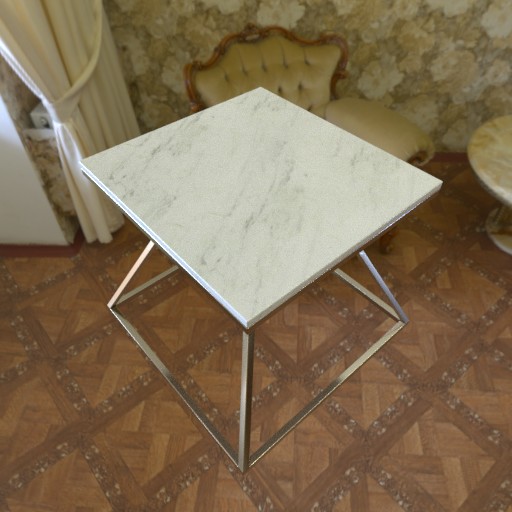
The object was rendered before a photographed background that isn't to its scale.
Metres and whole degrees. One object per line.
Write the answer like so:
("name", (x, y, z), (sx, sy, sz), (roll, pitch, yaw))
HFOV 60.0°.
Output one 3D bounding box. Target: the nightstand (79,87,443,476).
("nightstand", (0.000, 0.000, 0.919), (0.514, 0.426, 0.513), (-33, 54, -27))
